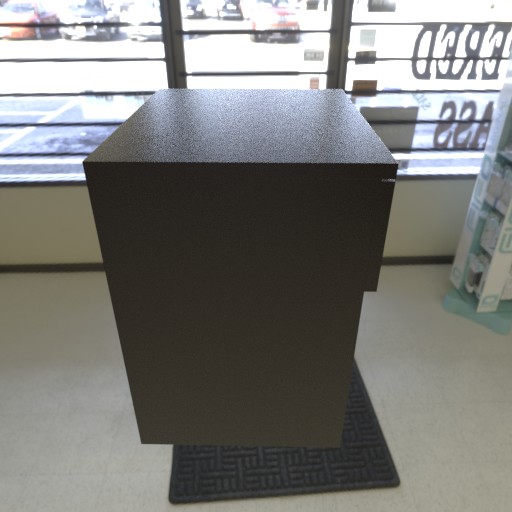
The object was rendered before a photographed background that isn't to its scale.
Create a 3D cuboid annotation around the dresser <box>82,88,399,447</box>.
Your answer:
[{"bbox_3d":[0.000,0.000,0.758,0.360,0.470,0.400,1,31,1],"label":"dresser"}]
